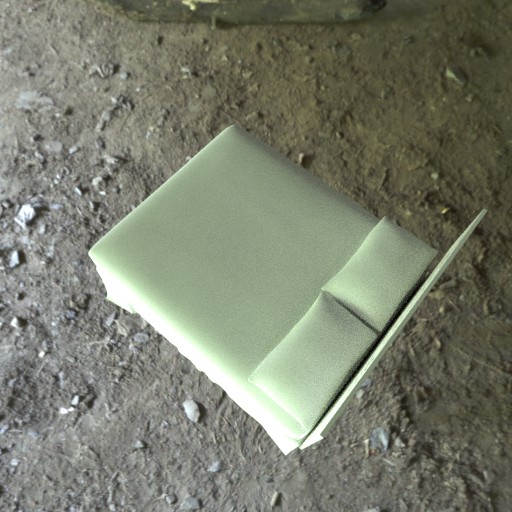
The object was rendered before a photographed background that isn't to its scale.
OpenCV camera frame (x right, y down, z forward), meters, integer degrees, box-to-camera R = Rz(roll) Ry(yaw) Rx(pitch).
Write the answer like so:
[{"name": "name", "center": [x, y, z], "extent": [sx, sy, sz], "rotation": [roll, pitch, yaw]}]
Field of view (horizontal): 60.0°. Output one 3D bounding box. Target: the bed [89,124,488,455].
[{"name": "bed", "center": [0.000, 0.000, 3.183], "extent": [2.094, 1.335, 1.745], "rotation": [37, 69, 17]}]
